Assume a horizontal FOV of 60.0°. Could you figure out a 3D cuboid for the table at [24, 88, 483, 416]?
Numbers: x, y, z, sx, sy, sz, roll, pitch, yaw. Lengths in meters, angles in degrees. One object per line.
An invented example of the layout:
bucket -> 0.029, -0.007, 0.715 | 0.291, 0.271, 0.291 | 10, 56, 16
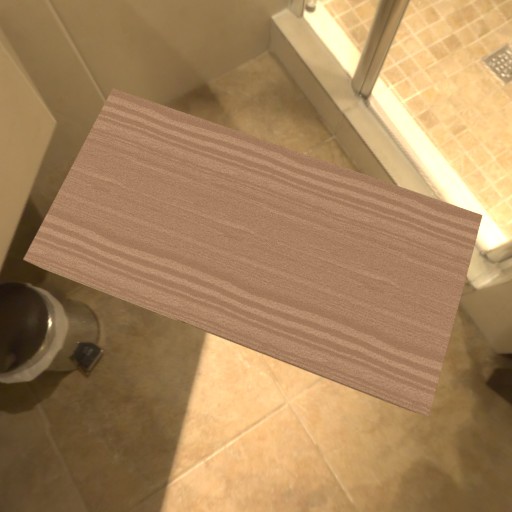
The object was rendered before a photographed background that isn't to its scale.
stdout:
table -> 0.000, 0.000, 1.503 | 1.200, 0.450, 0.600 | 20, 77, 5
